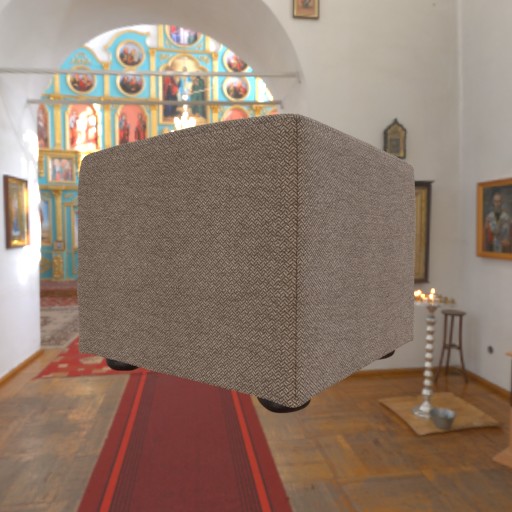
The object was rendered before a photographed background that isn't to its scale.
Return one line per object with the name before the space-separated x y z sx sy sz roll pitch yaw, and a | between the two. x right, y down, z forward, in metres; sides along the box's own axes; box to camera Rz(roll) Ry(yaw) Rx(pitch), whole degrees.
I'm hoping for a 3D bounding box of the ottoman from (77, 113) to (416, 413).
ottoman | 0.000 0.000 0.923 0.512 0.453 0.519 1 2 36
